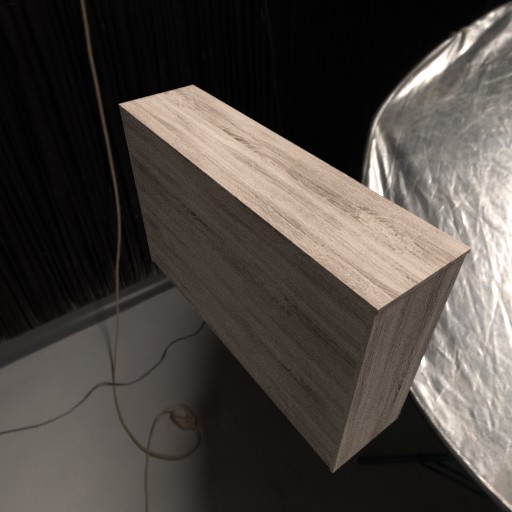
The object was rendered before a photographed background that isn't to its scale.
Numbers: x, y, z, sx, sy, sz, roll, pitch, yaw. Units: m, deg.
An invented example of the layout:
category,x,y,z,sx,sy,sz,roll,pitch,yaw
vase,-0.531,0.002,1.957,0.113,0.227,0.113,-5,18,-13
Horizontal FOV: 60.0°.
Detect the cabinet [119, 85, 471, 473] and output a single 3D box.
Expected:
category,x,y,z,sx,sy,sz,roll,pitch,yaw
cabinet,0.000,0.000,1.838,0.380,0.900,1.450,-26,48,-27
